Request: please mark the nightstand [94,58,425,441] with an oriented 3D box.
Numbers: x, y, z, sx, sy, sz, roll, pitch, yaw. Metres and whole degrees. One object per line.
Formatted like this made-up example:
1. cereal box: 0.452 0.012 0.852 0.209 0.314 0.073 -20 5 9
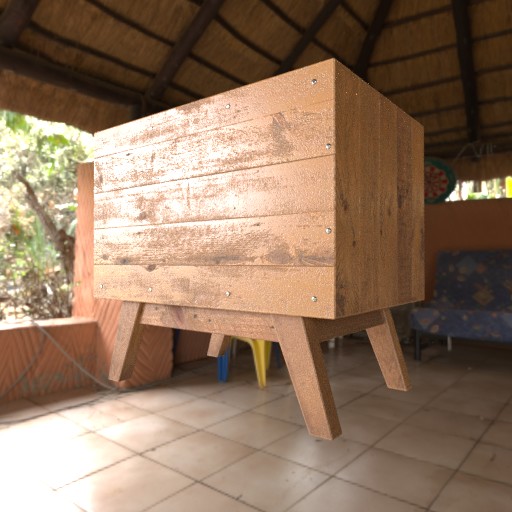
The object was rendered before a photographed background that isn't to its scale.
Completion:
1. nightstand: 0.000 0.000 1.051 0.650 0.599 0.450 -1 -1 38
